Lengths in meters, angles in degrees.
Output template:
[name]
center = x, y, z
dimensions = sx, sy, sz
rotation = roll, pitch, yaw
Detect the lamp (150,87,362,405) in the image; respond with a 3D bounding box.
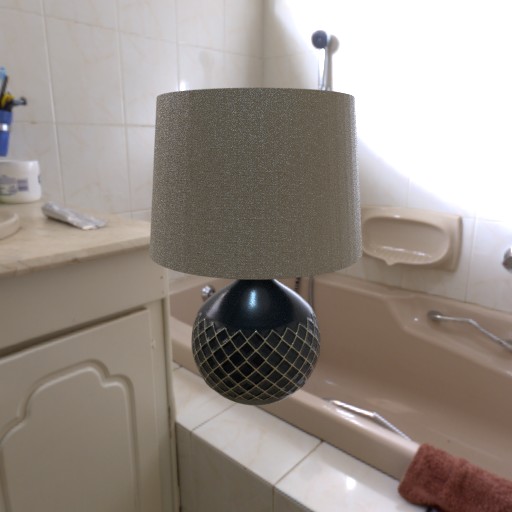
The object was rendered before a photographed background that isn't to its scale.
[lamp]
center = 0.000, 0.000, 0.807
dimensions = 0.376, 0.540, 0.376
rotation = 0, 14, 0
